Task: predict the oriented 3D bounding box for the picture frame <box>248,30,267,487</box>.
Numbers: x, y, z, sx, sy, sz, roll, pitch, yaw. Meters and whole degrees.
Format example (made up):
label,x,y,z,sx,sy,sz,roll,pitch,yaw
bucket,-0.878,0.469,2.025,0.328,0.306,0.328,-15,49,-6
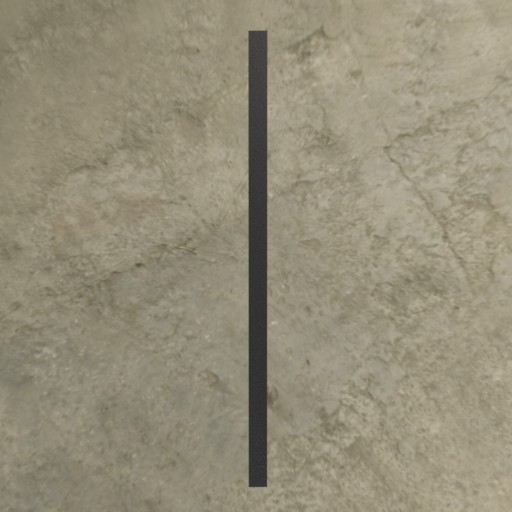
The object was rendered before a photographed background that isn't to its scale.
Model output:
label,x,y,z,sx,sy,sz,roll,pitch,yaw
picture frame,0.000,0.000,1.138,0.032,0.775,0.775,0,91,0
